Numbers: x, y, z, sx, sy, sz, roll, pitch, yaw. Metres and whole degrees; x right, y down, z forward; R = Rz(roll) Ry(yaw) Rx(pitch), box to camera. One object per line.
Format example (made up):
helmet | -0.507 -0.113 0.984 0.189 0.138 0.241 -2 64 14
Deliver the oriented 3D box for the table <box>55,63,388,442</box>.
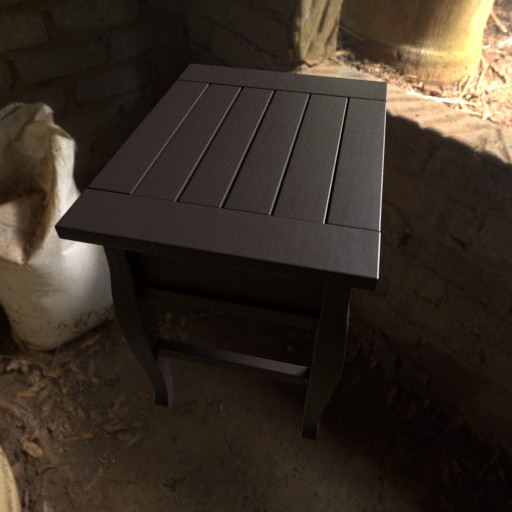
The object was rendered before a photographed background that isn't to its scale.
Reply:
table | 0.000 0.000 1.021 0.460 0.605 0.602 9 46 9
